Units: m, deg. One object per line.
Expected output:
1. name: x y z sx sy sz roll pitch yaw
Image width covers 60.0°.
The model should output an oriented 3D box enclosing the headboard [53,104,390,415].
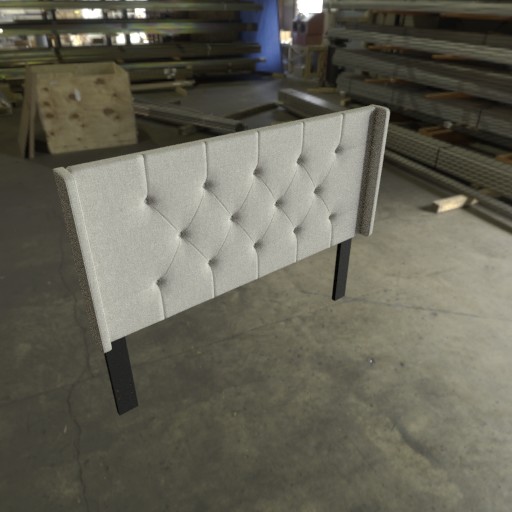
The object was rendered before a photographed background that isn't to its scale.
1. headboard: 0.000 0.000 2.717 2.051 1.524 0.184 -22 37 -32
